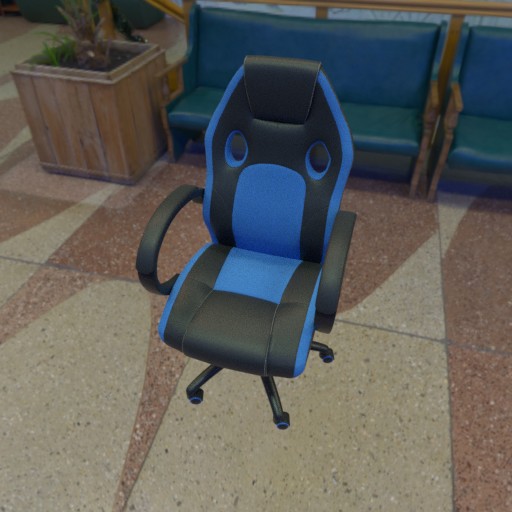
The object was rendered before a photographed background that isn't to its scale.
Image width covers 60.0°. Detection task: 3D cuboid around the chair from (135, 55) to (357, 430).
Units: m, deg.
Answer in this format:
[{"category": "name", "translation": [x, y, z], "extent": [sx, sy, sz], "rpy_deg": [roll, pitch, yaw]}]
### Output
[{"category": "chair", "translation": [0.000, 0.000, 1.599], "extent": [0.673, 1.187, 0.724], "rpy_deg": [11, 41, 13]}]
